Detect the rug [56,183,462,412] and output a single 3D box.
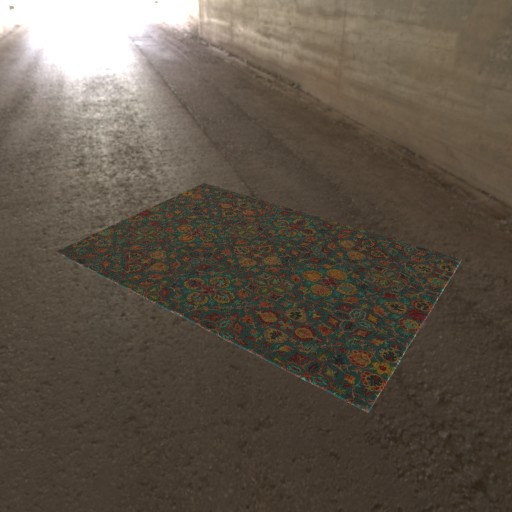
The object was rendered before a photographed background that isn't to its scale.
[{"bbox_3d":[0.000,0.000,2.995,2.290,0.016,1.527,21,37,30],"label":"rug"}]
